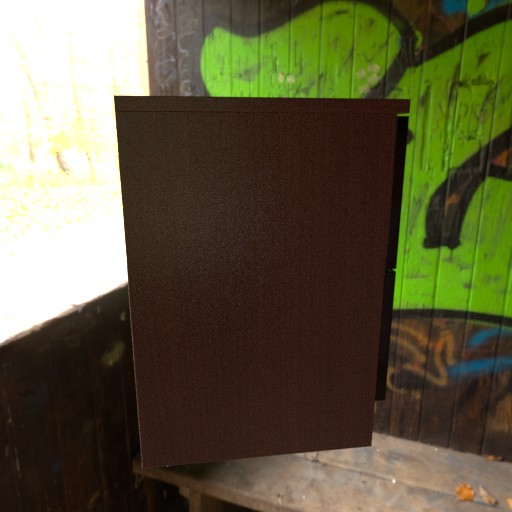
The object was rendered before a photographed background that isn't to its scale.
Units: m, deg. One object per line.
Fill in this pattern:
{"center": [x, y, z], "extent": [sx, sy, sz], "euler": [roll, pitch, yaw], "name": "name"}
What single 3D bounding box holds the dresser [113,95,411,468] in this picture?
{"center": [0.000, 0.000, 0.745], "extent": [0.360, 0.470, 0.400], "euler": [-2, 15, -8], "name": "dresser"}
